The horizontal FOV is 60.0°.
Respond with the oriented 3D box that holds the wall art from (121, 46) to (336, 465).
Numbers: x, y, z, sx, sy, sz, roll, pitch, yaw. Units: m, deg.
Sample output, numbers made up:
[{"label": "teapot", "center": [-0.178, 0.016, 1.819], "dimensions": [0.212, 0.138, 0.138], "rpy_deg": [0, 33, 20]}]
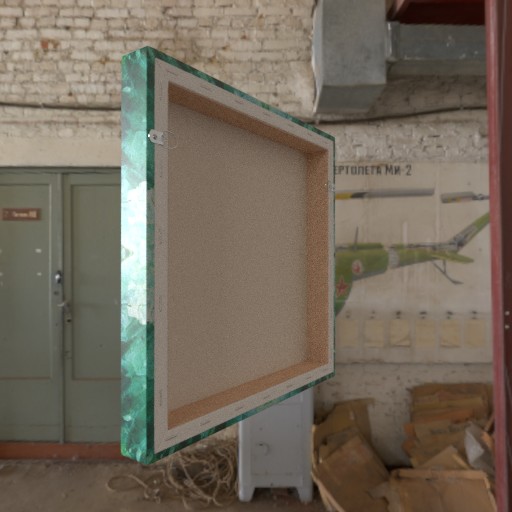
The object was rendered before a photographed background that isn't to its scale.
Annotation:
[{"label": "wall art", "center": [0.000, 0.000, 0.463], "dimensions": [0.033, 0.313, 0.313], "rpy_deg": [0, 0, 36]}]
